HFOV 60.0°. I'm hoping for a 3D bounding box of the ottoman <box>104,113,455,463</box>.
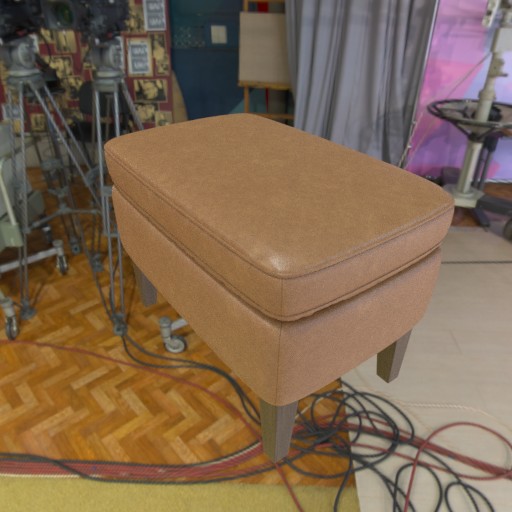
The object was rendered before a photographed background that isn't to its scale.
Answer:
[{"bbox_3d":[0.000,0.000,0.980,0.420,0.480,0.670,-22,39,-30],"label":"ottoman"}]
